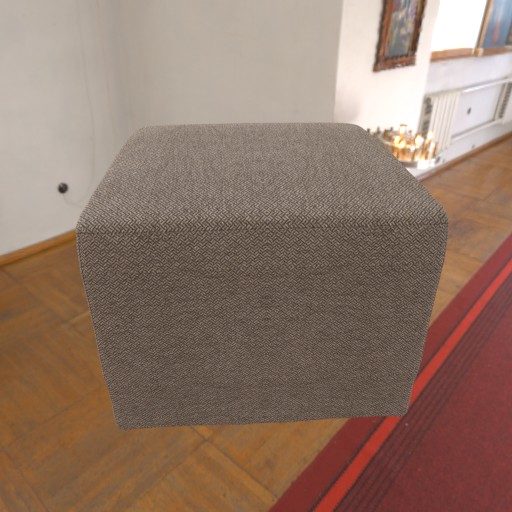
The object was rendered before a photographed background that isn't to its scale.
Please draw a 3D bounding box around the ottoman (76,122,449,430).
[{"bbox_3d":[0.000,0.000,0.889,0.519,0.453,0.512,-2,31,-3],"label":"ottoman"}]
